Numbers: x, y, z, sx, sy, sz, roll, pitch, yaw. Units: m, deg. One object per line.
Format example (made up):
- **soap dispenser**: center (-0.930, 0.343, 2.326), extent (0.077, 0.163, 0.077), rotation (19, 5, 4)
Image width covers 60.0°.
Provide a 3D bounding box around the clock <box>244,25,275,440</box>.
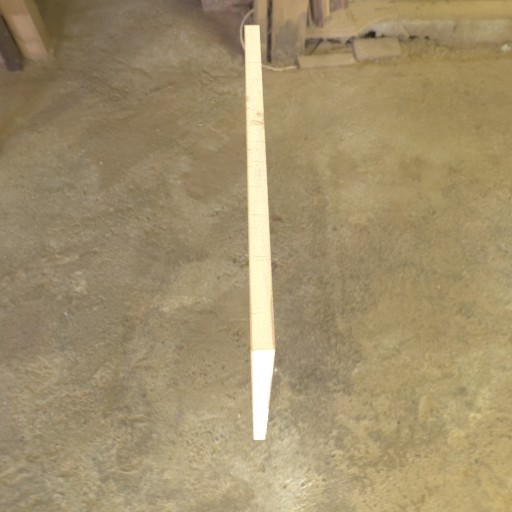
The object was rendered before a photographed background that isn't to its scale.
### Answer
- **clock**: center (0.000, 0.000, 1.047), extent (0.032, 0.705, 0.705), rotation (-1, 59, -1)
